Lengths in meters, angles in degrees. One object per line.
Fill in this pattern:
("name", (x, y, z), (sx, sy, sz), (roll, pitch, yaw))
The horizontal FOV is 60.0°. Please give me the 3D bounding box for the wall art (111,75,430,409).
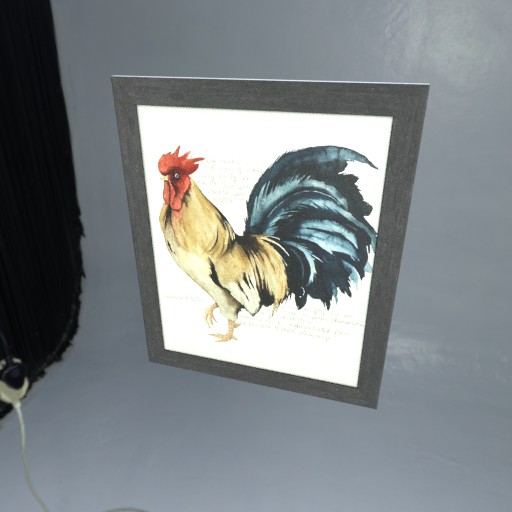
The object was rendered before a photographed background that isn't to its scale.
("wall art", (0.000, 0.000, 0.769), (0.476, 0.570, 0.013), (8, 27, 15))
